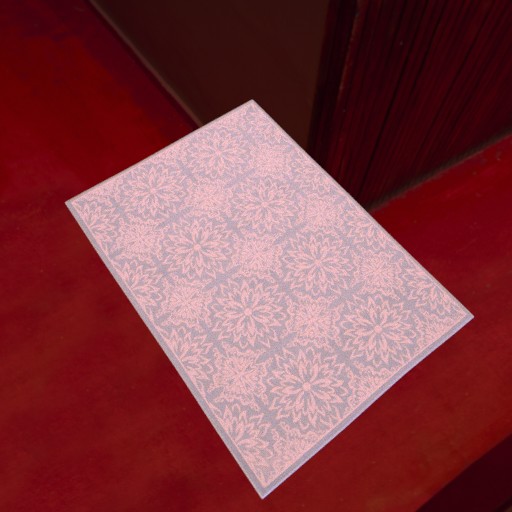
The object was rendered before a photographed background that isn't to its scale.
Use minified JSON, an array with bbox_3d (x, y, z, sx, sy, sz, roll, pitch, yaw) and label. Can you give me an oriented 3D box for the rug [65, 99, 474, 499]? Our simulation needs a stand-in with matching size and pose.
[{"bbox_3d":[0.000,0.000,2.817,1.589,0.014,2.205,-34,68,-16],"label":"rug"}]
